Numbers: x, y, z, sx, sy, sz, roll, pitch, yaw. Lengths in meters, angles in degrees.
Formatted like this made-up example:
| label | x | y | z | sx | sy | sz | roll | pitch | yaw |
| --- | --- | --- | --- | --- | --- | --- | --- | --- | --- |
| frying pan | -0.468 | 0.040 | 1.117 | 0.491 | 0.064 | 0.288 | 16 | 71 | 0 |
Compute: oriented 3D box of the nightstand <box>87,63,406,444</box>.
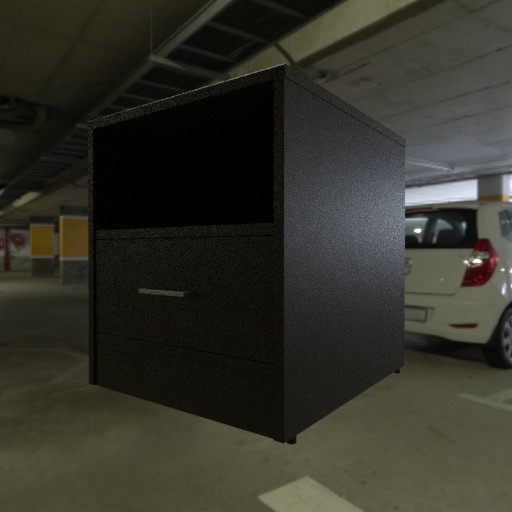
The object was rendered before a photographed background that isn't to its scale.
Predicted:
| label | x | y | z | sx | sy | sz | roll | pitch | yaw |
| --- | --- | --- | --- | --- | --- | --- | --- | --- | --- |
| nightstand | 0.000 | 0.000 | 0.815 | 0.400 | 0.460 | 0.461 | 1 | 1 | 36 |
